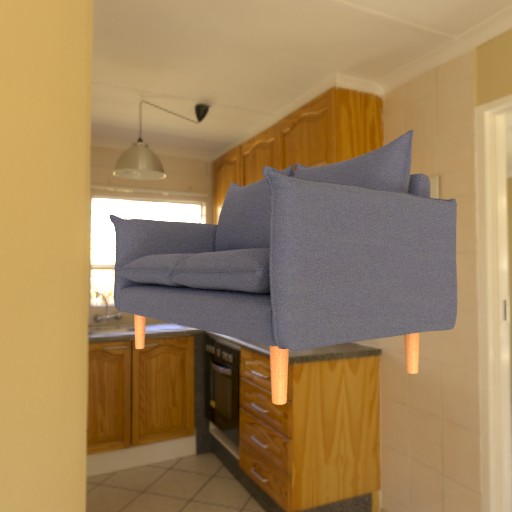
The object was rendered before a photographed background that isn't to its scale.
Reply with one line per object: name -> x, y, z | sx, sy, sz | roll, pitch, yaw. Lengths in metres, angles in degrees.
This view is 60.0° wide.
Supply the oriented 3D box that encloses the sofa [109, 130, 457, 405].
sofa -> 0.000, 0.000, 1.811 | 0.820, 0.840, 1.300 | 1, -2, -36
